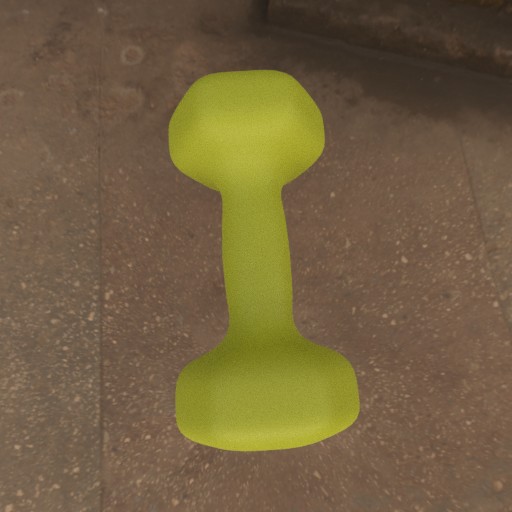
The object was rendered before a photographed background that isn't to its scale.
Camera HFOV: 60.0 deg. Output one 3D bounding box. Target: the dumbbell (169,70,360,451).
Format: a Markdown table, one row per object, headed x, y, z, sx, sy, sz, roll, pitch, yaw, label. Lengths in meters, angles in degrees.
| x | y | z | sx | sy | sz | roll | pitch | yaw | label |
| --- | --- | --- | --- | --- | --- | --- | --- | --- | --- |
| 0.000 | 0.000 | 0.206 | 0.080 | 0.072 | 0.164 | -4 | 75 | -1 | dumbbell |
